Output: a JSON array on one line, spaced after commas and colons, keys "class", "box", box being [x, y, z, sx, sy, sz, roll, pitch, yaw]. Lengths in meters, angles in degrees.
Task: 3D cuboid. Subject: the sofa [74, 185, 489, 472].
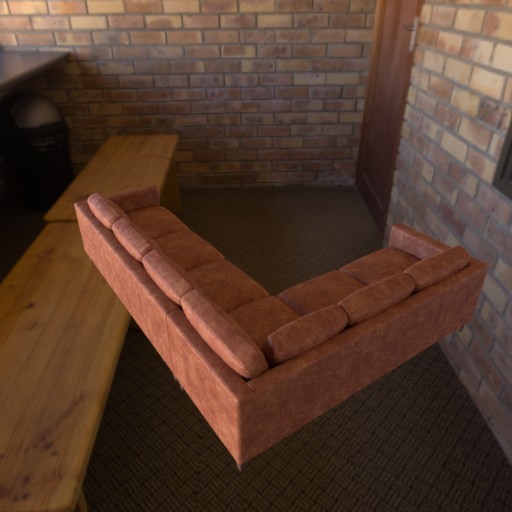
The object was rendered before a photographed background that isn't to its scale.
[{"class": "sofa", "box": [0.000, 0.000, 4.243, 2.438, 0.838, 3.150, -20, 37, -29]}]
